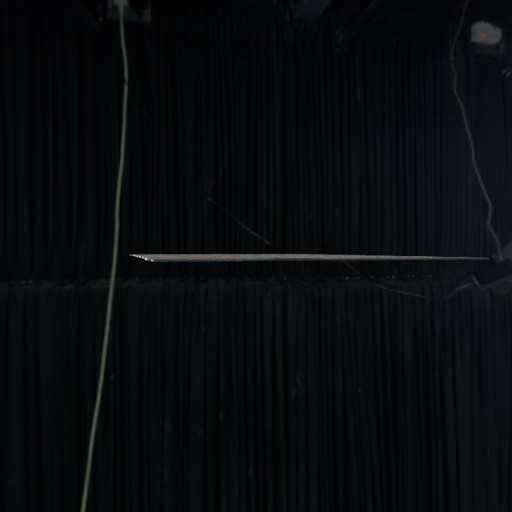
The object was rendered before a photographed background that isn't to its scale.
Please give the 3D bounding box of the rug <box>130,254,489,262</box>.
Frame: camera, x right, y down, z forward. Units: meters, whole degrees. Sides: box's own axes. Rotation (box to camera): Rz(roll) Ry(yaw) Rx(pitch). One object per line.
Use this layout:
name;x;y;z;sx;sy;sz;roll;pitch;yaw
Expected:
rug;0.000;0.000;2.918;1.522;0.010;2.311;0;1;-18
